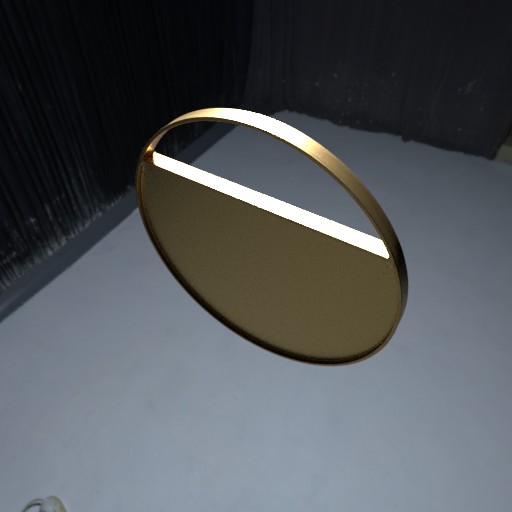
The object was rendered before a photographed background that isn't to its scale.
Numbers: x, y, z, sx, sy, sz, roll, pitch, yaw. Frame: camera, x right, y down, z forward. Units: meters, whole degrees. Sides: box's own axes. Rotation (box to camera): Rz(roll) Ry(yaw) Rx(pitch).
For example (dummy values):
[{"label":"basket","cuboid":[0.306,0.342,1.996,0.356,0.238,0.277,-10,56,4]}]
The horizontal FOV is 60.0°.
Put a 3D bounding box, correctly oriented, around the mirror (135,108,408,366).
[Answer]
[{"label":"mirror","cuboid":[0.000,0.000,0.840,0.565,0.565,0.032,24,51,22]}]
